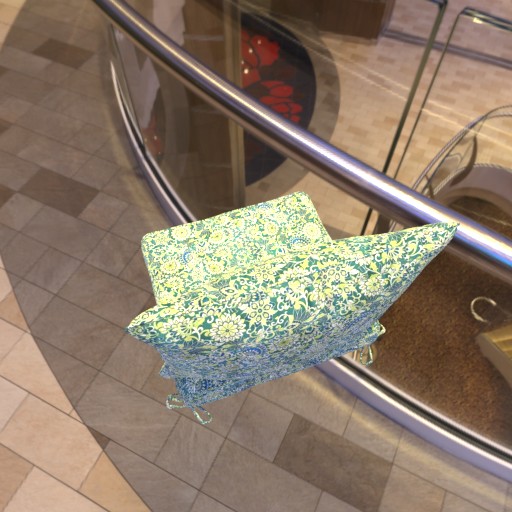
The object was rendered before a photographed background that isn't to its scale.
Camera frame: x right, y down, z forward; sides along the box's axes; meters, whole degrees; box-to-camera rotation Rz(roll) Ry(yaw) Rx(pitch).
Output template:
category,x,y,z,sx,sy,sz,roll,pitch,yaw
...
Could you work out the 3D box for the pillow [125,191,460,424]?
category,x,y,z,sx,sy,sz,roll,pitch,yaw
pillow,0.000,0.000,1.368,0.798,0.722,0.740,-17,59,-10
